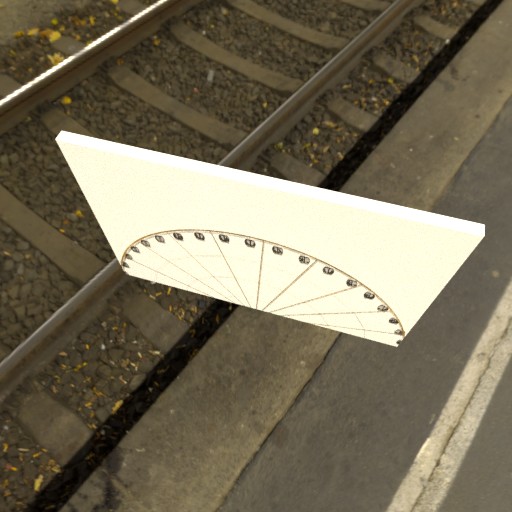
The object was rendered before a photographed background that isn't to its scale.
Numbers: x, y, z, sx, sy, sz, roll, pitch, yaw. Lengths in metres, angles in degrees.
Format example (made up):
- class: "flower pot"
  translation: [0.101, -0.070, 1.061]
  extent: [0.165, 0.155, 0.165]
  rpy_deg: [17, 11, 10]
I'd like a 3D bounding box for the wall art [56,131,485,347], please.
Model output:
- class: "wall art"
  translation: [0.000, 0.000, 1.475]
  extent: [1.144, 0.767, 0.038]
  rpy_deg: [14, 60, 8]
